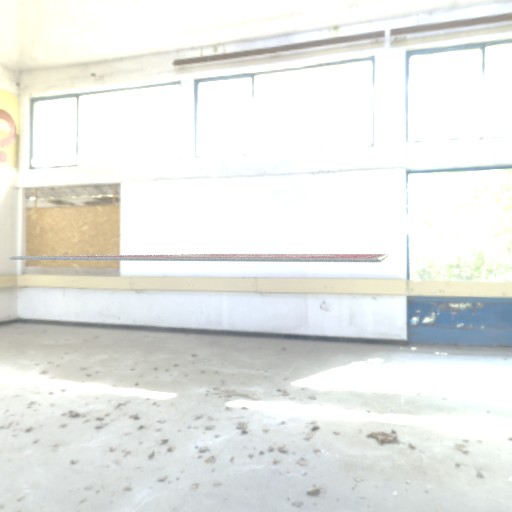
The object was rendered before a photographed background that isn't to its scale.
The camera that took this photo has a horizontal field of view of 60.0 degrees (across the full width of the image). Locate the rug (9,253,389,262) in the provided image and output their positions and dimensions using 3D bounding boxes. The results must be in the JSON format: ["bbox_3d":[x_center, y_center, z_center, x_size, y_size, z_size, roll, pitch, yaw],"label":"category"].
[{"bbox_3d":[0.000,0.000,2.154,1.217,0.011,1.747,0,1,17],"label":"rug"}]
